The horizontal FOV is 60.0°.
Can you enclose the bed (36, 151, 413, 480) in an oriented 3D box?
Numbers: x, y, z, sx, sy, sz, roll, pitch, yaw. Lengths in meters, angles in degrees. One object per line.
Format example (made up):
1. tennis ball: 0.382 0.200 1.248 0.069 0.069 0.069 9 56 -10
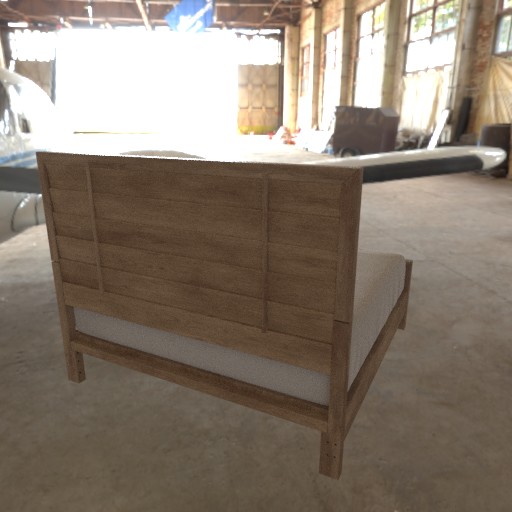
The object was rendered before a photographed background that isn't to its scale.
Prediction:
1. bed: 0.000 0.000 3.400 2.032 1.626 2.032 9 20 26
